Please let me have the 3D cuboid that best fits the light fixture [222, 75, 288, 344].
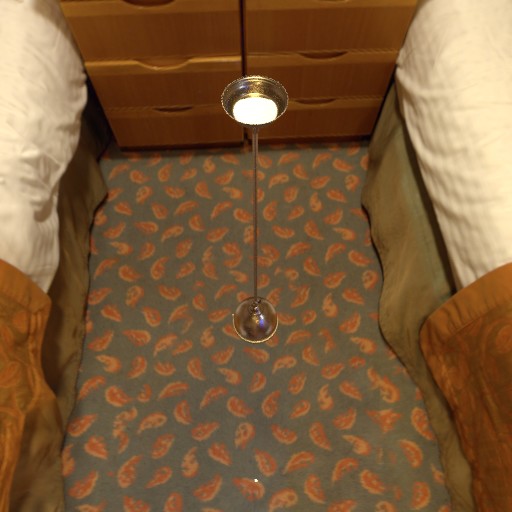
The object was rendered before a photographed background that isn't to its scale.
[{"bbox_3d":[0.000,0.000,1.478,0.211,1.367,0.217,37,69,17],"label":"light fixture"}]
